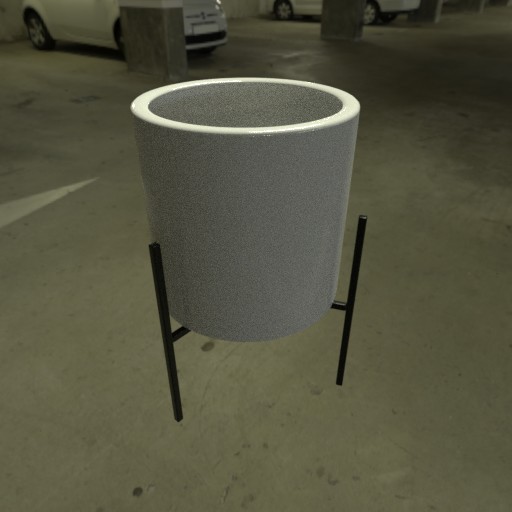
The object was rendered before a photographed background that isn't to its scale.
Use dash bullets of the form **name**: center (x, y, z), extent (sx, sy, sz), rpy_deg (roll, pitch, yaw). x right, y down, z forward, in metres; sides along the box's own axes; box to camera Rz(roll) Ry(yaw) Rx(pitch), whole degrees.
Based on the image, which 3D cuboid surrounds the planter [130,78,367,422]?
- **planter**: center (0.000, 0.000, 0.520), extent (0.239, 0.356, 0.239), rpy_deg (10, 33, 15)
